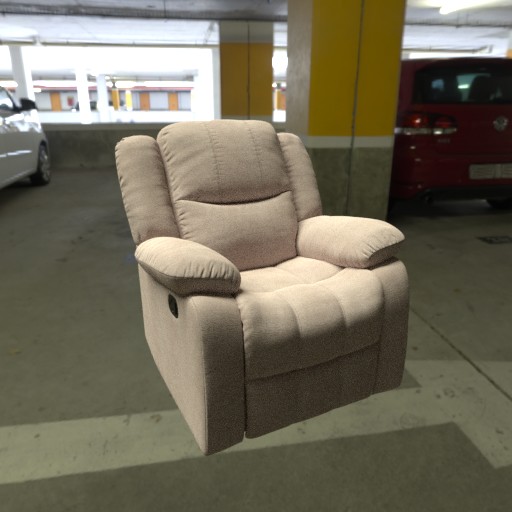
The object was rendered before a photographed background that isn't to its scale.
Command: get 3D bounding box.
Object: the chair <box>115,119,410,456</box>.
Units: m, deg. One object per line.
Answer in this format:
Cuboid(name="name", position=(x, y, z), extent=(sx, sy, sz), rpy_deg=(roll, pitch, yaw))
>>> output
Cuboid(name="chair", position=(0.000, 0.000, 1.737), extent=(0.899, 1.008, 0.944), rpy_deg=(-9, 21, -25))
